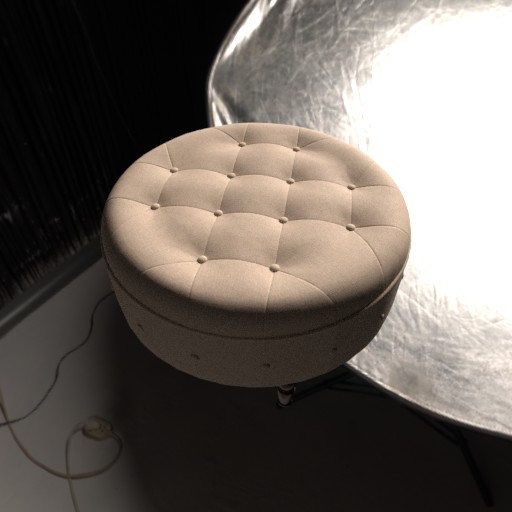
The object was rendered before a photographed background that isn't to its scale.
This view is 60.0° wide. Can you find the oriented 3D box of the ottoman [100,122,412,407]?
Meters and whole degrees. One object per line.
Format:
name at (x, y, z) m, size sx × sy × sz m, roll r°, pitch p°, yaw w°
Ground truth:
ottoman at (0.000, 0.000, 1.363) m, size 0.848 × 0.494 × 0.848 m, roll 0°, pitch 45°, yaw 0°
